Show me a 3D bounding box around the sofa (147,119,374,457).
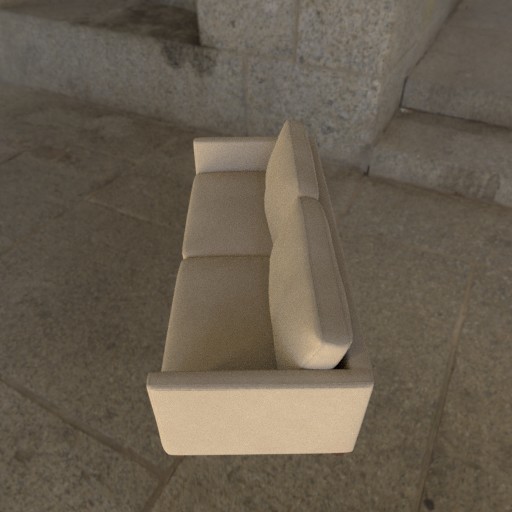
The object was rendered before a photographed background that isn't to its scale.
[{"bbox_3d":[0.000,0.000,2.735,0.948,0.932,2.181,-1,41,-1],"label":"sofa"}]
